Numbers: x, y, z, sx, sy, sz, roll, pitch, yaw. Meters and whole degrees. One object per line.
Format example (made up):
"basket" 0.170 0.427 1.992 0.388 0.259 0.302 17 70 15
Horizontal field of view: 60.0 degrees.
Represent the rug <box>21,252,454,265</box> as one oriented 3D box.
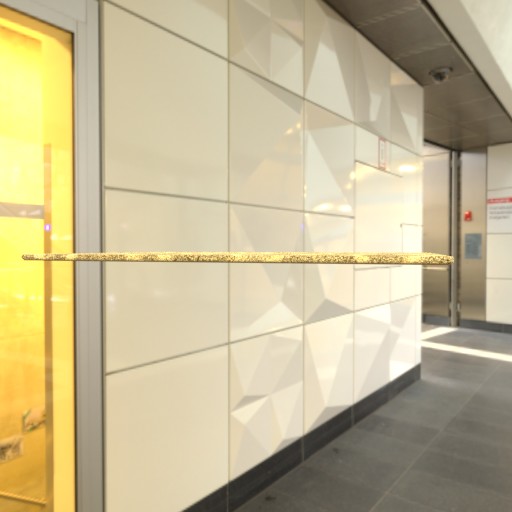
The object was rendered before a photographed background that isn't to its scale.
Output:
"rug" 0.000 0.000 2.087 1.600 0.025 1.200 0 1 19
